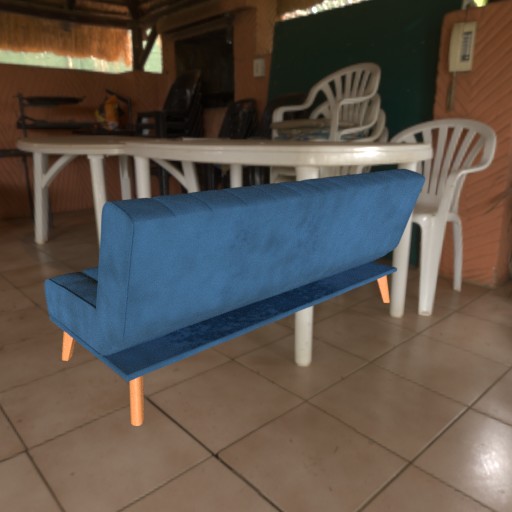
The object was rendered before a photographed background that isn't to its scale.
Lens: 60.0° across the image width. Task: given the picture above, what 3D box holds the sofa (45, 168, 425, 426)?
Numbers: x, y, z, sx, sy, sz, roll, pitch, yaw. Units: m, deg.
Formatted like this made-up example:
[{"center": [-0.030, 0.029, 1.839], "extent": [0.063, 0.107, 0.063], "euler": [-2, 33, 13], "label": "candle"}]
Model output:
[{"center": [0.000, 0.000, 2.264], "extent": [1.804, 0.813, 0.855], "euler": [-15, 21, -42], "label": "sofa"}]
